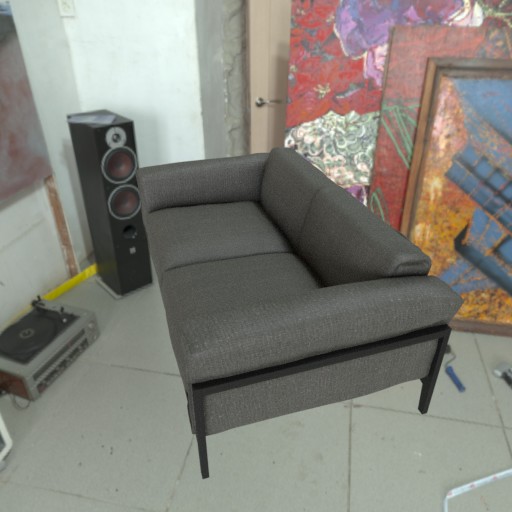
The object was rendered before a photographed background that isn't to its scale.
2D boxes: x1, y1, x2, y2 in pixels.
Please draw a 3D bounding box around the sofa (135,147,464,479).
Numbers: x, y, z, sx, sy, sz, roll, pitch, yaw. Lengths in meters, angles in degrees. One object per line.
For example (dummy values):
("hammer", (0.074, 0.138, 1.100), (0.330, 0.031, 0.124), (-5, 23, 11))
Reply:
("sofa", (0.000, 0.000, 2.154), (0.960, 0.656, 1.690), (-9, 32, -15))
